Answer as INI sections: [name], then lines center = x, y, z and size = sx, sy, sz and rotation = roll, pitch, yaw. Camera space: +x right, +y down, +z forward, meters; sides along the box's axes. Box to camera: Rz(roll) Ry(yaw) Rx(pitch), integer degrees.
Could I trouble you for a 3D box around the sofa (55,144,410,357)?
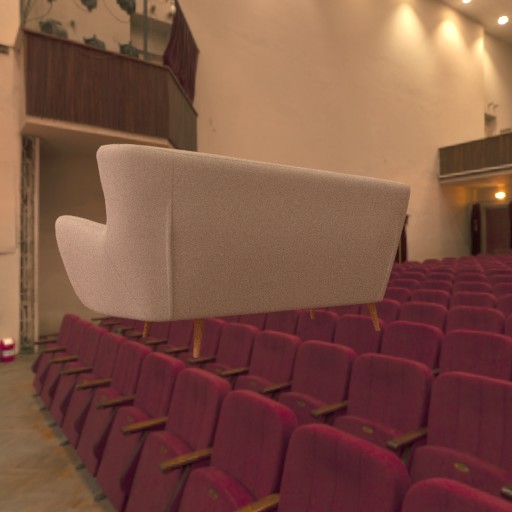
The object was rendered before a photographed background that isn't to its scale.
[sofa]
center = 0.000, 0.000, 2.452
size = 1.930, 0.890, 0.899
rotation = 0, 0, -35
